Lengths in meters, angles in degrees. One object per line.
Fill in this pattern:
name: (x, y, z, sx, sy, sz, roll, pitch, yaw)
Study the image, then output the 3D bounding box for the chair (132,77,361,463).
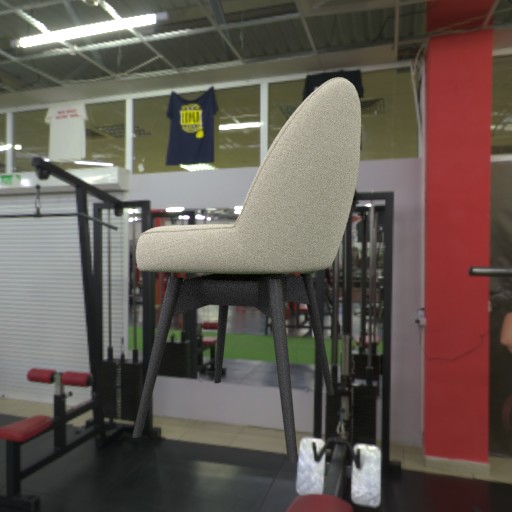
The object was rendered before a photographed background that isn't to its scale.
chair: (0.000, 0.000, 1.177, 0.540, 0.838, 0.532, 0, 0, 19)
